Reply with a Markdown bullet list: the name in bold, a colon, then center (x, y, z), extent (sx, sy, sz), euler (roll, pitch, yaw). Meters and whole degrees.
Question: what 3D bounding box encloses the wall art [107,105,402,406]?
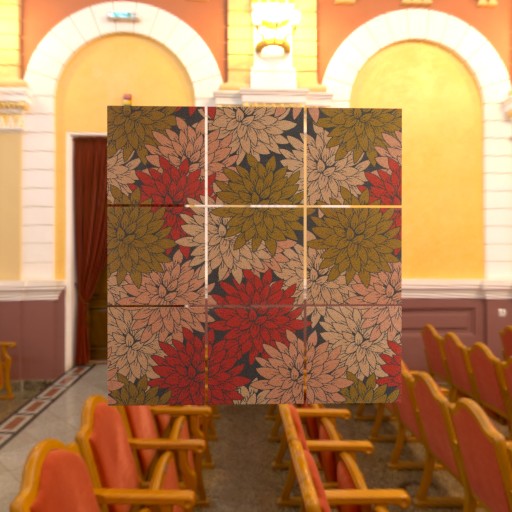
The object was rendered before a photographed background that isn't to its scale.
- **wall art**: center (0.000, 0.000, 2.294), extent (1.519, 1.534, 0.013), euler (0, 0, -2)
